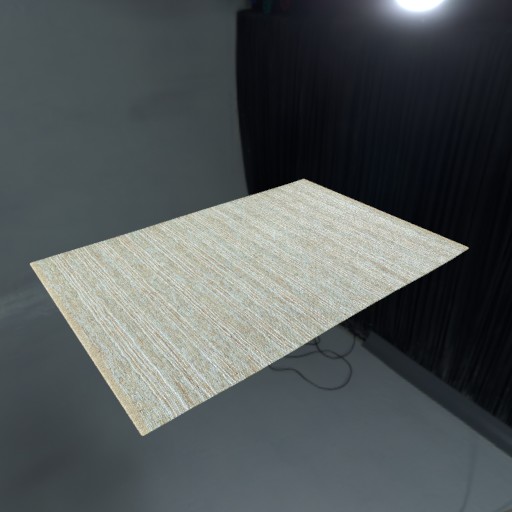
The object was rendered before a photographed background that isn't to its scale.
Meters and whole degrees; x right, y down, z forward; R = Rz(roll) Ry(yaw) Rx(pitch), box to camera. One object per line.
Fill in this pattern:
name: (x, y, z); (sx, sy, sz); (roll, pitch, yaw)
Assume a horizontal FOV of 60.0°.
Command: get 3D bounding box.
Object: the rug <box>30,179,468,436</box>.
rug: (0.000, 0.000, 2.218); (1.824, 0.010, 1.240); (-22, 37, -32)
